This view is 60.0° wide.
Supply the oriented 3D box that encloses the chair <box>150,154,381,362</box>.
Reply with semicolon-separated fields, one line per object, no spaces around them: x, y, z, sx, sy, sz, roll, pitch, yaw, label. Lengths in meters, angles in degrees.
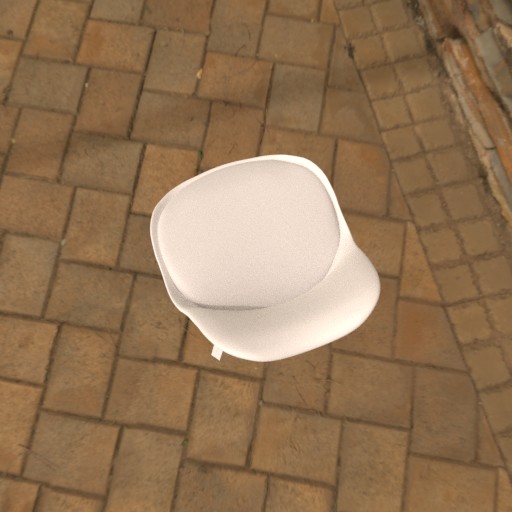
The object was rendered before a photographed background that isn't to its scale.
0.000;0.000;1.177;0.485;0.850;0.550;-19;77;-5;chair
